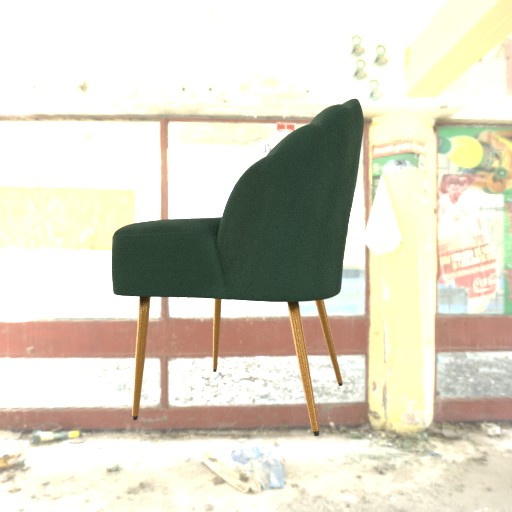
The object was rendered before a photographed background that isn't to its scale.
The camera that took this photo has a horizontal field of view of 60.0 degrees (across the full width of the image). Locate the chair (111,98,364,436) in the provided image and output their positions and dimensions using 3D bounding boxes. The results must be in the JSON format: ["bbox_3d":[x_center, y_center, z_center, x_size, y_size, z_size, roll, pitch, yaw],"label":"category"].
[{"bbox_3d":[0.000,0.000,1.272,0.599,0.819,0.657,0,0,18],"label":"chair"}]
